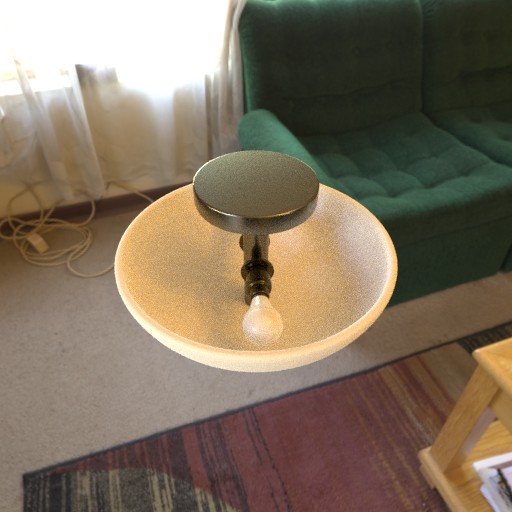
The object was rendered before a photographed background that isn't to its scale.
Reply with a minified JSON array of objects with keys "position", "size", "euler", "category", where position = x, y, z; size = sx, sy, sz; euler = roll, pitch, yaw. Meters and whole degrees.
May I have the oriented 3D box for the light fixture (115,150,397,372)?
[{"position":[0.000,0.000,0.542],"size":[0.330,0.214,0.330],"euler":[0,41,0],"category":"light fixture"}]
